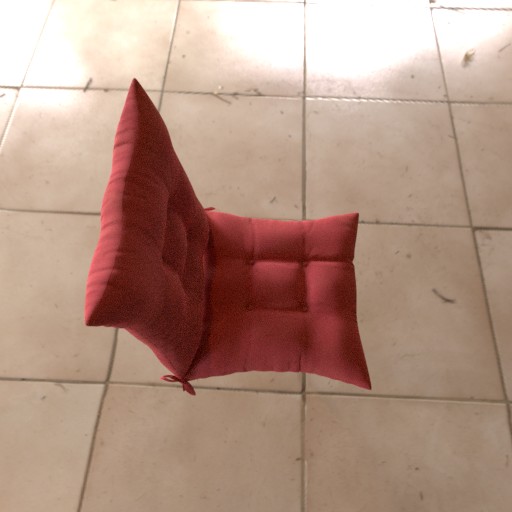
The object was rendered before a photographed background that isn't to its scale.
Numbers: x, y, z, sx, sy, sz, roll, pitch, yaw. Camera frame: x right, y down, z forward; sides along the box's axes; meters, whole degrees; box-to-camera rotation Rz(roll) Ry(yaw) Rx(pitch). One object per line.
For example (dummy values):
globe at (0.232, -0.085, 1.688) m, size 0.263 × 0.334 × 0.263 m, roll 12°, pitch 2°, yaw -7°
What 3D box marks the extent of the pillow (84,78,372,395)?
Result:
pillow at (0.000, 0.000, 0.995) m, size 0.585 × 0.536 × 0.541 m, roll 2°, pitch 64°, yaw 1°
